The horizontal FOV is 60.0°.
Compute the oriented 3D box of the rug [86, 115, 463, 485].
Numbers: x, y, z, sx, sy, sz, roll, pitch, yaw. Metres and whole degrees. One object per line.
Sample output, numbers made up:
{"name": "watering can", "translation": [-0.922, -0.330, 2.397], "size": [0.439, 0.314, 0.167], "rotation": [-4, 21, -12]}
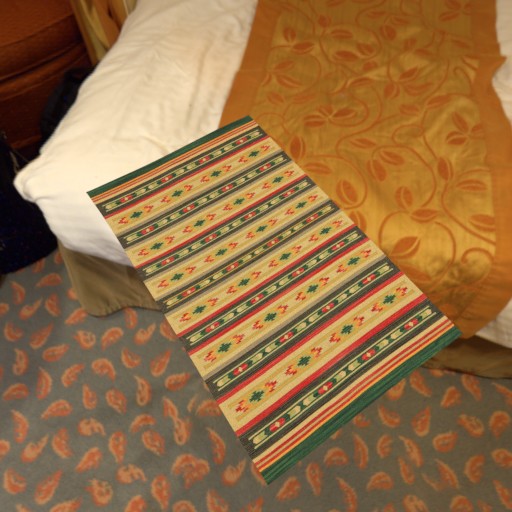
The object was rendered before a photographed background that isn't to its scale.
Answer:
{"name": "rug", "translation": [0.000, 0.000, 3.122], "size": [1.520, 0.011, 2.447], "rotation": [-30, 64, -17]}
